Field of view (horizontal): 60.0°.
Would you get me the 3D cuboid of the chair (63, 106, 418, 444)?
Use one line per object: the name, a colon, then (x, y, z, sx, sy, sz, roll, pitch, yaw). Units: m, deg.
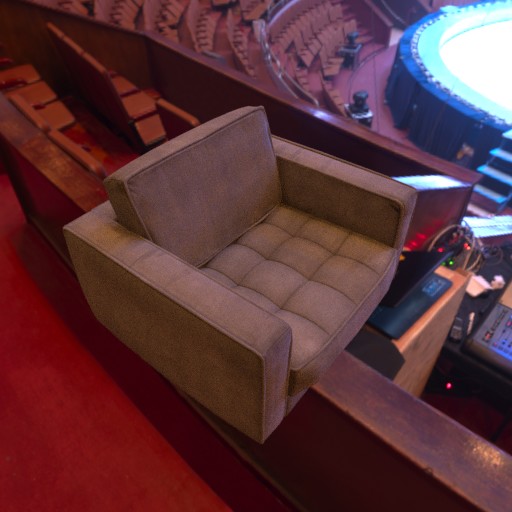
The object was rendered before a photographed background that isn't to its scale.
chair: (0.000, 0.000, 1.548, 0.843, 0.773, 0.928, 28, 49, 28)
